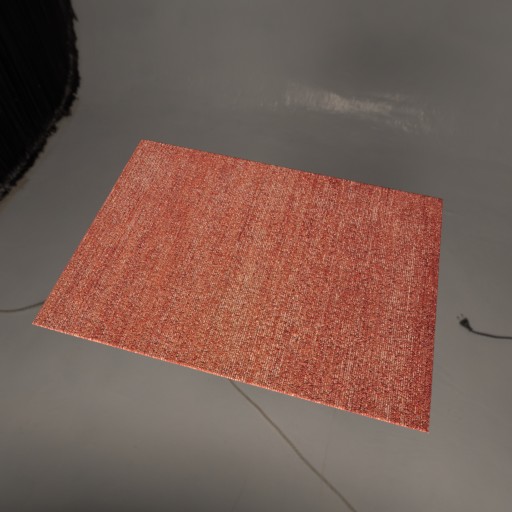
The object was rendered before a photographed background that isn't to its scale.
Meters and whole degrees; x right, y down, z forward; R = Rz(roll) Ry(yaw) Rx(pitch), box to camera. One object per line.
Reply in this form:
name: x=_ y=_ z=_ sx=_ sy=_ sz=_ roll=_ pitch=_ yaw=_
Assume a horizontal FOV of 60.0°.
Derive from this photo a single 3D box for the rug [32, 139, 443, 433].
rug: x=0.000 y=0.000 z=4.962 sx=3.965 sy=0.025 sz=2.803 roll=13 pitch=58 yaw=8
